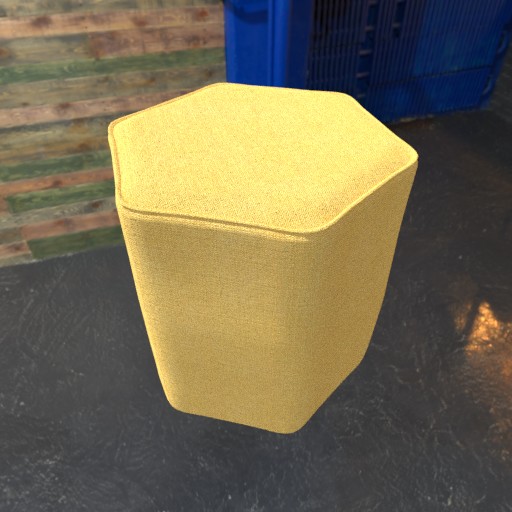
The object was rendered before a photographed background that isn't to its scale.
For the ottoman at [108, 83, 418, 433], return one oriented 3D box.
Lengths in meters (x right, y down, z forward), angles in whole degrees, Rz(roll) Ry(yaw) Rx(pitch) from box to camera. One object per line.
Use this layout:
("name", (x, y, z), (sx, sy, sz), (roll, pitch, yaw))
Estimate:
("ottoman", (0.000, 0.000, 0.840), (0.443, 0.502, 0.494), (-11, 43, -13))
